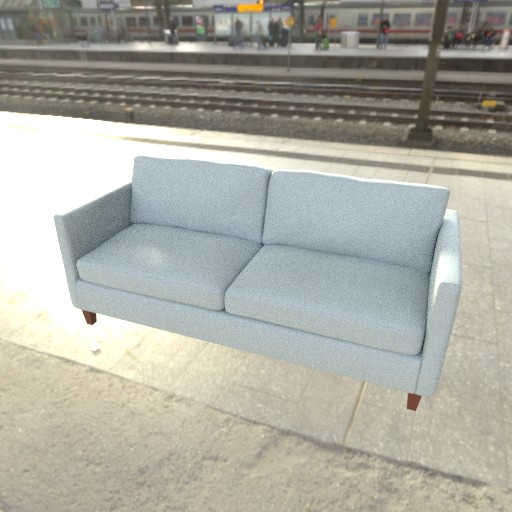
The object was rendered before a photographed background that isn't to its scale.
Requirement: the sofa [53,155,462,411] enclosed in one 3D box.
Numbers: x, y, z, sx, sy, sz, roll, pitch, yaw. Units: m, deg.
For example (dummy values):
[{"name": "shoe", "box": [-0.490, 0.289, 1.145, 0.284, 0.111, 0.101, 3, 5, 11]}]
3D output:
[{"name": "sofa", "box": [0.000, 0.000, 2.687, 2.208, 0.965, 0.951, 10, 29, 19]}]
